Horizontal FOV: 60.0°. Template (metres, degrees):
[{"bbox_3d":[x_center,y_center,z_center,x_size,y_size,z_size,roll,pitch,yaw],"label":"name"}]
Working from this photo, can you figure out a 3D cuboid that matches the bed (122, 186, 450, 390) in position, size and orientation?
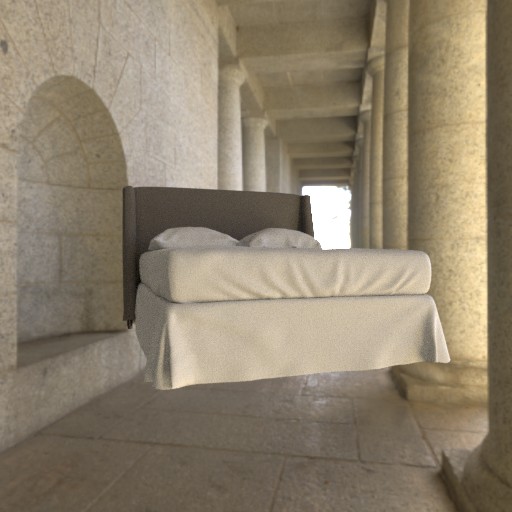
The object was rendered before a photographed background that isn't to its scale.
[{"bbox_3d":[0.000,0.000,3.451,1.925,1.332,2.276,0,0,-19],"label":"bed"}]
